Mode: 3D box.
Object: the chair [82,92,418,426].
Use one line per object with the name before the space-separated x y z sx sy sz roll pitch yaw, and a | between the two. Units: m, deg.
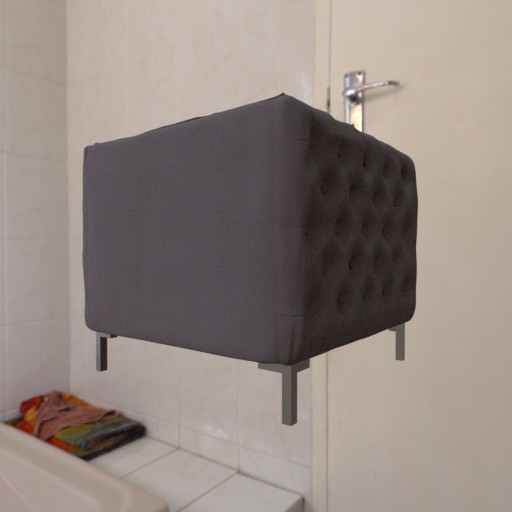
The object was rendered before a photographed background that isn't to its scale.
chair | 0.000 0.000 1.641 0.946 0.807 0.913 1 1 37
